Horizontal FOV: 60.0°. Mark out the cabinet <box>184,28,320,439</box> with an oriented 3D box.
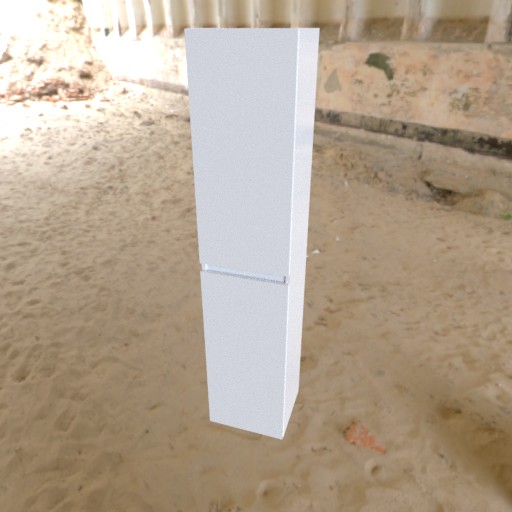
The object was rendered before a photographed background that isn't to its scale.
[{"bbox_3d":[0.000,0.000,1.531,0.300,1.400,0.270,8,28,16],"label":"cabinet"}]
